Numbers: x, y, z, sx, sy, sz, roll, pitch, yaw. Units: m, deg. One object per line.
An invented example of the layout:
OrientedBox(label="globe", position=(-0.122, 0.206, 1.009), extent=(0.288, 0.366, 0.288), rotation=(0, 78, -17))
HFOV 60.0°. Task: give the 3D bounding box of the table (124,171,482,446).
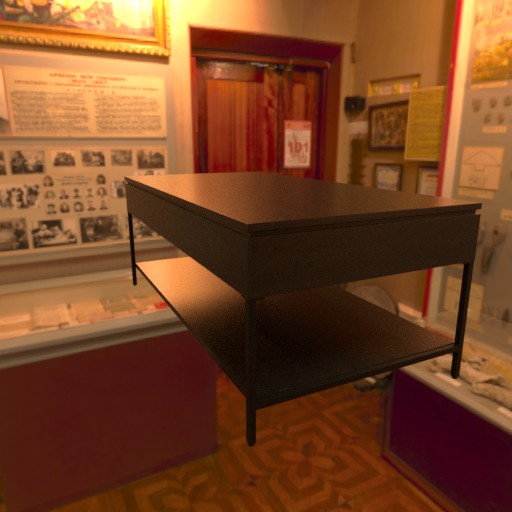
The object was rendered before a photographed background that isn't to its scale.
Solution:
OrientedBox(label="table", position=(0.000, 0.000, 1.386), extent=(0.574, 0.435, 1.095), rotation=(-7, 16, -25))
